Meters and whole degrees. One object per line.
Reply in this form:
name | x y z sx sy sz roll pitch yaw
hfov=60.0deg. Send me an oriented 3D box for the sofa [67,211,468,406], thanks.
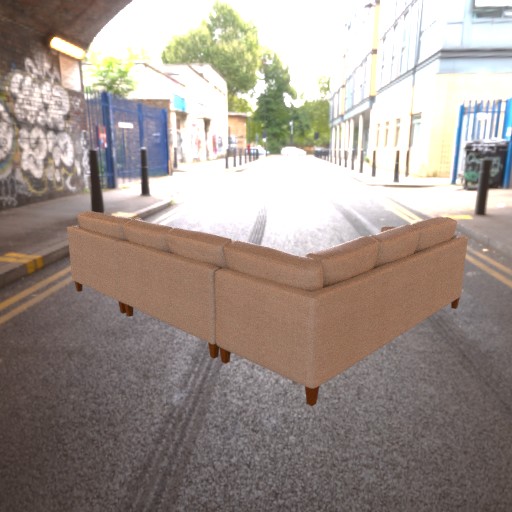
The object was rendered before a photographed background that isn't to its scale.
sofa | 0.000 0.000 4.733 3.460 0.961 2.594 13 19 42
